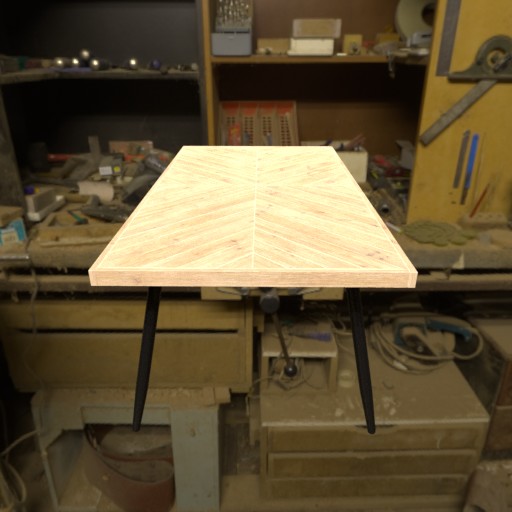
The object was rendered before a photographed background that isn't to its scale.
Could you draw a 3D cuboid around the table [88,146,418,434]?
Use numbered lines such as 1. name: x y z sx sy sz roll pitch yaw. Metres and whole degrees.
1. table: 0.000 0.000 2.311 0.991 0.762 1.803 0 26 1
